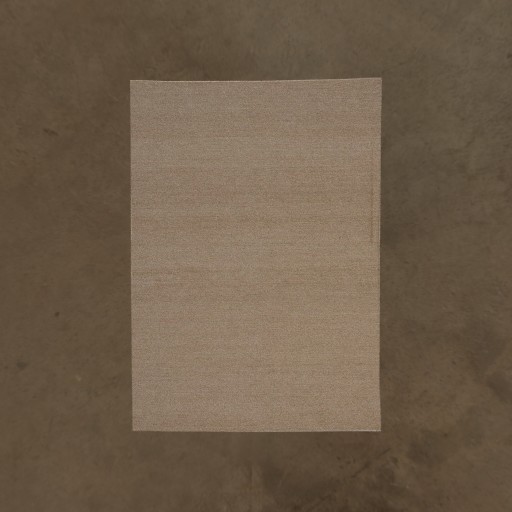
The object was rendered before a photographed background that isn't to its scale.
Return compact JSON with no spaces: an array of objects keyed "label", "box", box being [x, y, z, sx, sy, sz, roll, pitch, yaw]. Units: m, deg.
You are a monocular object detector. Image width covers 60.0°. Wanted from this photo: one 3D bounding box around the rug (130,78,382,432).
[{"label":"rug","box":[0.000,0.000,3.590,2.032,0.038,2.869,0,91,0]}]
